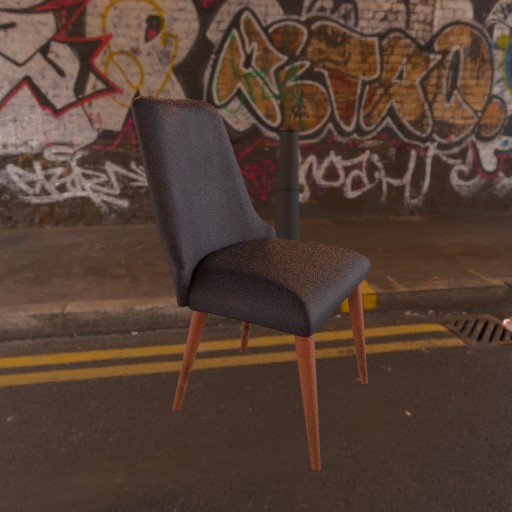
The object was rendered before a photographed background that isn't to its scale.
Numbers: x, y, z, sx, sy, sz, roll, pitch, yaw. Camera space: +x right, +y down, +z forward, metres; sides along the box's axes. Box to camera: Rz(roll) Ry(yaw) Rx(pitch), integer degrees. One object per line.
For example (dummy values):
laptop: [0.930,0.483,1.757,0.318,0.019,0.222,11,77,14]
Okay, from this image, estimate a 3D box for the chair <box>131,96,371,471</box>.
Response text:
chair: [0.000,0.000,1.199,0.567,0.820,0.504,9,19,27]
